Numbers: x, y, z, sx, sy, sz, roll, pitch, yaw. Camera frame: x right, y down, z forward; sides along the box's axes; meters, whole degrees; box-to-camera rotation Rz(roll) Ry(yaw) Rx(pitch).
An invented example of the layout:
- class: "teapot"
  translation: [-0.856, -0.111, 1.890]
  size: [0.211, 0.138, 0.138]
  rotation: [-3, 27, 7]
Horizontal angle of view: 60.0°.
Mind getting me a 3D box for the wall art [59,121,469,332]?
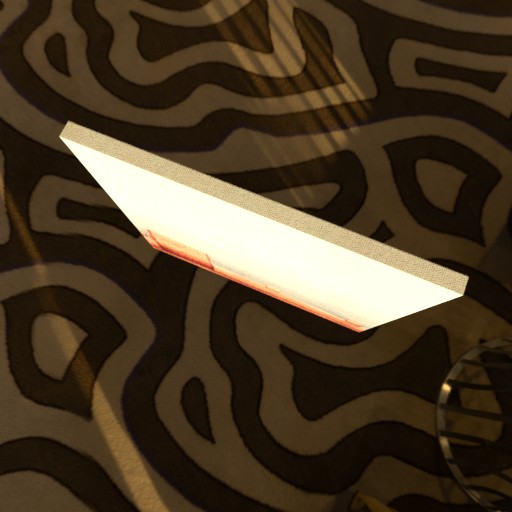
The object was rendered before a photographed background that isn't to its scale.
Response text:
- class: "wall art"
  translation: [0.000, 0.000, 0.910]
  size: [0.605, 0.605, 0.034]
  rotation: [22, 77, 5]
